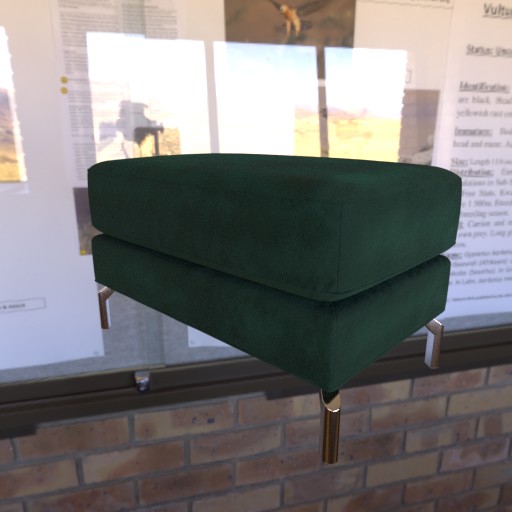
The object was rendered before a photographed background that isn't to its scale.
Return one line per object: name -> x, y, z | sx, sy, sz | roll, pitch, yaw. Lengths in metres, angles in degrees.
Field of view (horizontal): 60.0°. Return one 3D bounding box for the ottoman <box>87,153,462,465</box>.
ottoman -> 0.000, 0.000, 1.210 | 0.886, 0.533, 0.536 | 15, 22, 42
